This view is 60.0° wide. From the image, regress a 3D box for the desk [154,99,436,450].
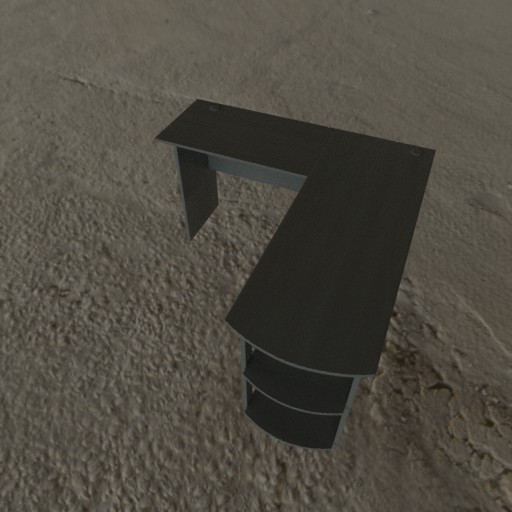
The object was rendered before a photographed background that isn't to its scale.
[{"bbox_3d":[0.000,0.000,2.139,1.303,0.716,1.361,17,49,16],"label":"desk"}]
